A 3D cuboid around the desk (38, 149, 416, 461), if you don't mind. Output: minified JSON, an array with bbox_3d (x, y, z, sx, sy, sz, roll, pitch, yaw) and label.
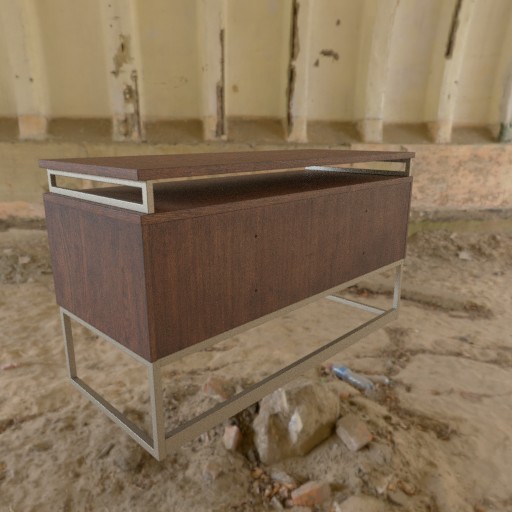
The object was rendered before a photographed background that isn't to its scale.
[{"bbox_3d":[0.000,0.000,1.782,0.610,0.792,1.384,15,21,42],"label":"desk"}]
